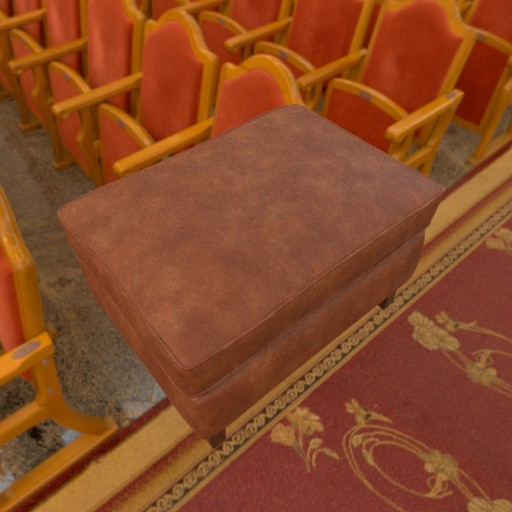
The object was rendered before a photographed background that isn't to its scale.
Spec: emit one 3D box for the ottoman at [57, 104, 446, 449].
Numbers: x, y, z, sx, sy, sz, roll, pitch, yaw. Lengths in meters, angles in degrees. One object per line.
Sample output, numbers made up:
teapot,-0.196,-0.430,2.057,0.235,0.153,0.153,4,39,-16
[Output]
ottoman,0.000,0.000,1.013,0.665,0.418,0.501,-32,55,-25
